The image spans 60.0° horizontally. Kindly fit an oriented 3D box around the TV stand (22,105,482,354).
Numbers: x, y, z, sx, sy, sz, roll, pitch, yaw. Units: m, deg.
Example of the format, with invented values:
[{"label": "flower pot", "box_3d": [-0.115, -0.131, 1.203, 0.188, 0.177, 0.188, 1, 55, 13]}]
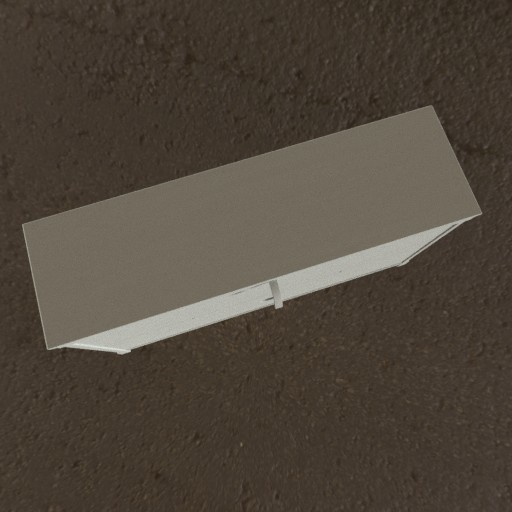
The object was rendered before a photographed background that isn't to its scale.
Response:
[{"label": "TV stand", "box_3d": [0.000, 0.000, 1.485, 1.187, 0.624, 0.424, -17, 77, -4]}]
